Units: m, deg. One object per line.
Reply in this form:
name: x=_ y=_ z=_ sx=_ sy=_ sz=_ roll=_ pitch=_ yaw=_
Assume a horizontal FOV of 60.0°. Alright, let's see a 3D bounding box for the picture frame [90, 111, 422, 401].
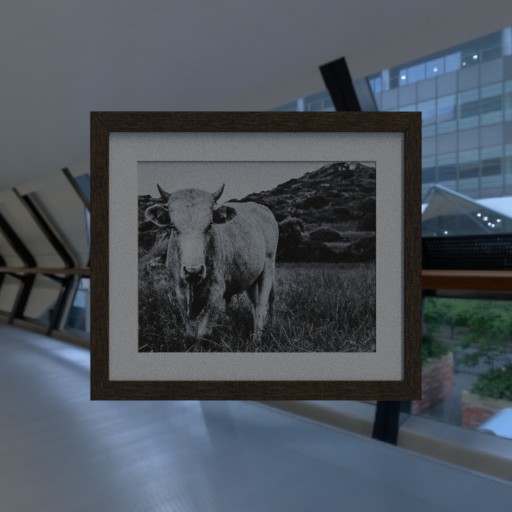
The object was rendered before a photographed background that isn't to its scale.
picture frame: x=0.000 y=0.000 z=0.522 sx=0.378 sy=0.330 sz=0.033 roll=0 pitch=0 yaw=0
